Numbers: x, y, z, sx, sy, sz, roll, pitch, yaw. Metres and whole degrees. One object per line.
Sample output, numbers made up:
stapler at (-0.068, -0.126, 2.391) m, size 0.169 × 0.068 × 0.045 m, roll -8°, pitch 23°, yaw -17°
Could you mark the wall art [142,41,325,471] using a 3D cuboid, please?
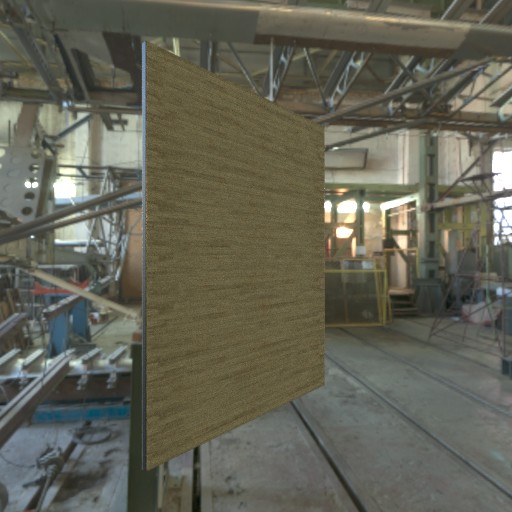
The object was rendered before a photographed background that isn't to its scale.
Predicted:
wall art at (0.000, 0.000, 0.769) m, size 0.009 × 0.559 × 0.483 m, roll 0°, pitch 0°, yaw 37°
